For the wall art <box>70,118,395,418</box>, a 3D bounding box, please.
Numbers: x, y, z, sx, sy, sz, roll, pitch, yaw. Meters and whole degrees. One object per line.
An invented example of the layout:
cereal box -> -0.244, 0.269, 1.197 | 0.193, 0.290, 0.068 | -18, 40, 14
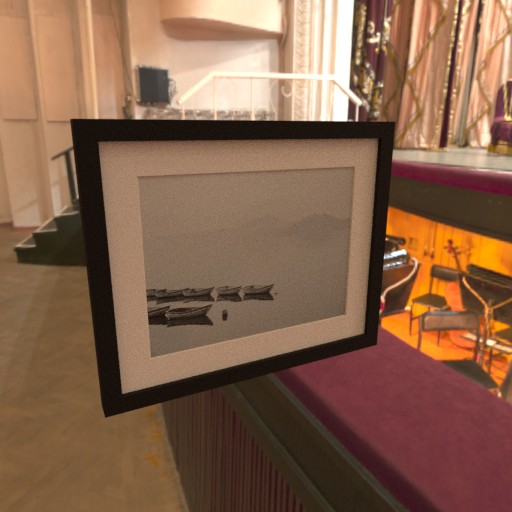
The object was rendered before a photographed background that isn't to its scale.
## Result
wall art -> 0.000, 0.000, 0.556 | 0.397, 0.325, 0.028 | -8, 18, -25
